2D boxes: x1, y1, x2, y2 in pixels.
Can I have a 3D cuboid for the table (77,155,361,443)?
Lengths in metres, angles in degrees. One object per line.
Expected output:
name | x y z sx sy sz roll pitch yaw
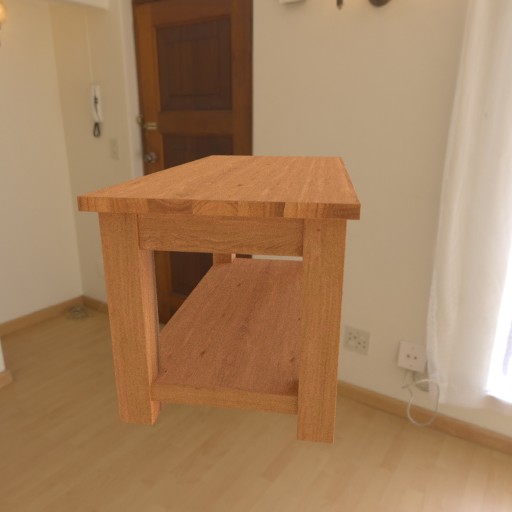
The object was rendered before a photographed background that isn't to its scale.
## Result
table | 0.000 0.000 1.175 0.450 0.452 0.899 3 17 8
